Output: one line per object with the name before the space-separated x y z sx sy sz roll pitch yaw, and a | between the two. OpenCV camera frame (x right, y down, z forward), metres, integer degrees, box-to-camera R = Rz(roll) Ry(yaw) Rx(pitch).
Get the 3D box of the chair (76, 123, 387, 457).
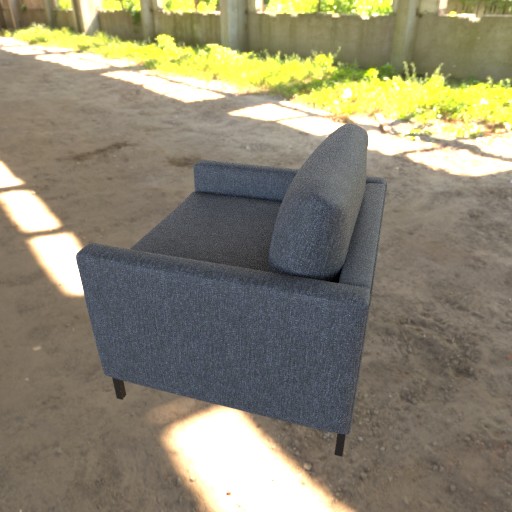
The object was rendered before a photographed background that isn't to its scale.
chair | 0.000 0.000 1.663 0.866 0.861 0.963 9 31 15
